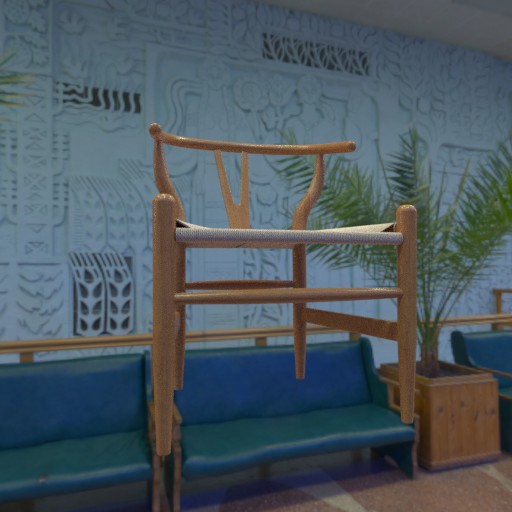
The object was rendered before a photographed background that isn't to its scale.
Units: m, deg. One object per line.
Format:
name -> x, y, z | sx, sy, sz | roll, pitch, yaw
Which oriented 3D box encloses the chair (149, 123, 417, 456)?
chair -> 0.000, 0.000, 1.152 | 0.569, 0.730, 0.579 | 0, -1, -18
